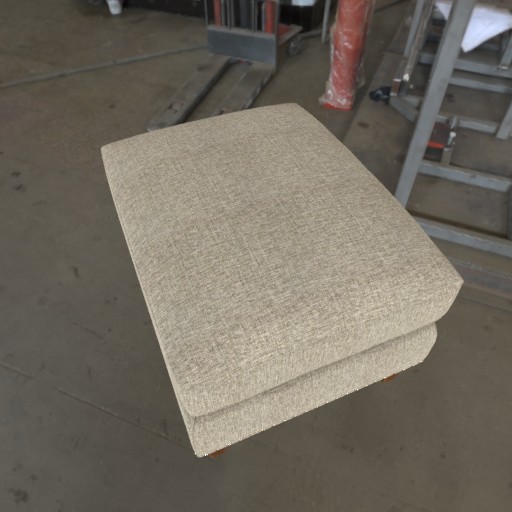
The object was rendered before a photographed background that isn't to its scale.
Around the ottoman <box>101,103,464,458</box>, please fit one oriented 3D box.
[{"bbox_3d":[0.000,0.000,1.124,0.584,0.513,0.741,-18,51,-15],"label":"ottoman"}]
